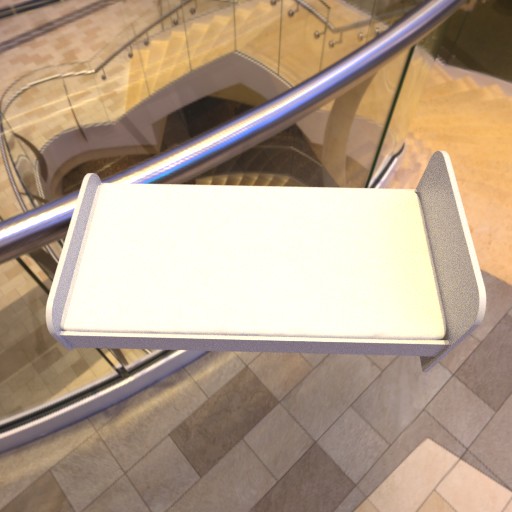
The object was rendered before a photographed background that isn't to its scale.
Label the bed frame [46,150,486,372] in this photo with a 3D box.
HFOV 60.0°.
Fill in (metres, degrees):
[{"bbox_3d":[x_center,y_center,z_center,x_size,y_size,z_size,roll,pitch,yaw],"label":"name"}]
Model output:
[{"bbox_3d":[0.000,0.000,2.429,1.963,0.805,0.998,1,59,1],"label":"bed frame"}]
